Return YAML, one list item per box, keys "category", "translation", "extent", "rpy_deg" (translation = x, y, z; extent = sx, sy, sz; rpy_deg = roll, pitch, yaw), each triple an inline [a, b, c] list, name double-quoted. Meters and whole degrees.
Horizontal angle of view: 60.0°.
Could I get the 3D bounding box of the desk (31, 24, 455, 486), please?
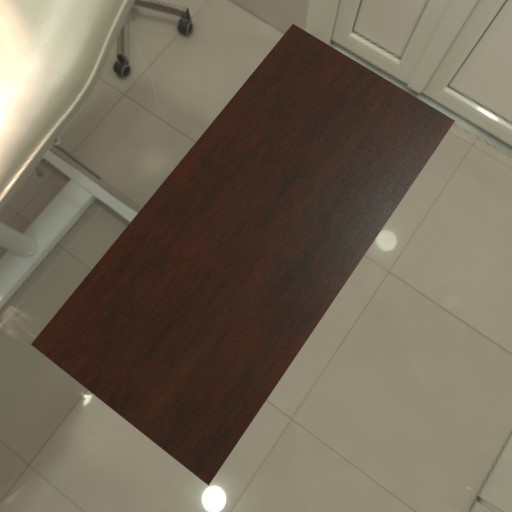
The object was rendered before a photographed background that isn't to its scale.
- category: "desk"
  translation: [0.000, 0.000, 1.666]
  extent: [0.612, 0.758, 1.277]
  rpy_deg: [35, 79, 8]
